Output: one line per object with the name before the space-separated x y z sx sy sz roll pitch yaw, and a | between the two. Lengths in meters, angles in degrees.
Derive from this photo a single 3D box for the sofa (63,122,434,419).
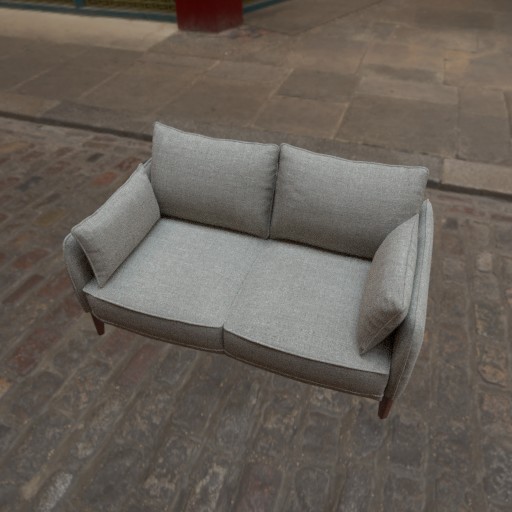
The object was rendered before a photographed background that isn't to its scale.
sofa | 0.000 0.000 2.153 1.580 0.851 0.972 13 43 14
